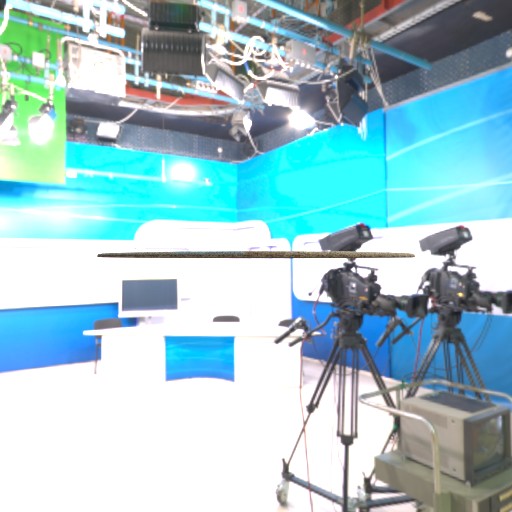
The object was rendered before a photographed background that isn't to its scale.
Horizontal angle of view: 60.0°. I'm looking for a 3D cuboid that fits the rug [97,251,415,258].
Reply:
[{"bbox_3d":[0.000,0.000,3.630,2.461,0.033,2.461,0,-1,0],"label":"rug"}]
